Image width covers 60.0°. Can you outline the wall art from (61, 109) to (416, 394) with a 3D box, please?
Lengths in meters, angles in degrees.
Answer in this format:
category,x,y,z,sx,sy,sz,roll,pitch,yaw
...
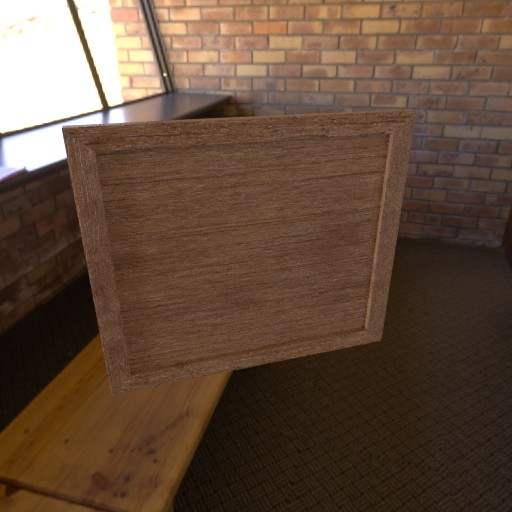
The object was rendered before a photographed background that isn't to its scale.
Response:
category,x,y,z,sx,sy,sz,roll,pitch,yaw
wall art,0.000,0.000,0.973,0.690,0.588,0.026,-8,27,-15
